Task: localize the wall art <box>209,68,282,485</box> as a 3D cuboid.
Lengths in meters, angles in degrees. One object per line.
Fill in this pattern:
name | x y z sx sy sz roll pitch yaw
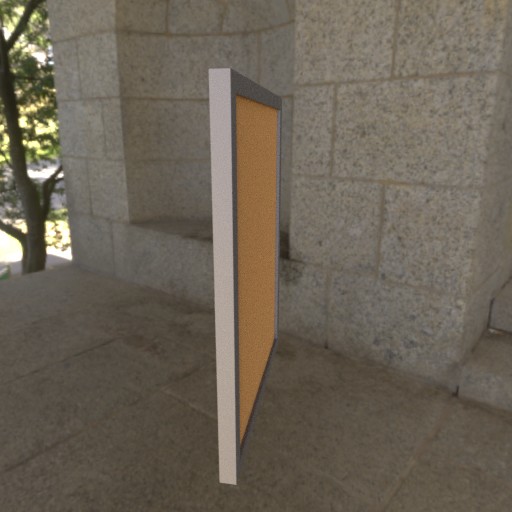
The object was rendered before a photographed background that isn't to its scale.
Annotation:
wall art | 0.000 0.000 0.783 0.029 0.558 0.458 3 16 10
